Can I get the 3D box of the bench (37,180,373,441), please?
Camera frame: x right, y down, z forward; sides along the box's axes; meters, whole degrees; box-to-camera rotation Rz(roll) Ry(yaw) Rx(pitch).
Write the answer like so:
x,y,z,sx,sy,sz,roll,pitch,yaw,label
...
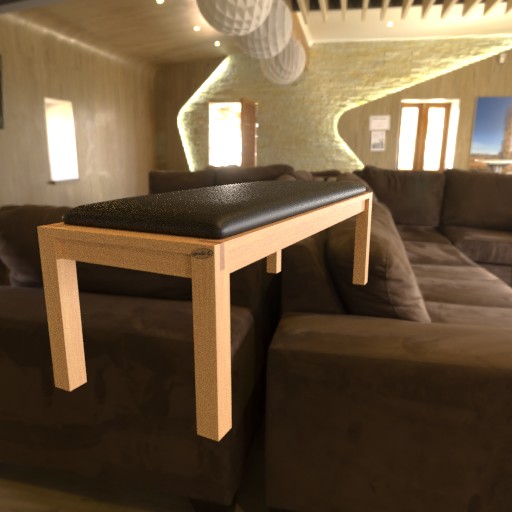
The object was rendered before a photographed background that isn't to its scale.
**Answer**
x,y,z,sx,sy,sz,roll,pitch,yaw,label
0.000,0.000,1.413,0.450,0.430,1.202,7,15,26,bench
